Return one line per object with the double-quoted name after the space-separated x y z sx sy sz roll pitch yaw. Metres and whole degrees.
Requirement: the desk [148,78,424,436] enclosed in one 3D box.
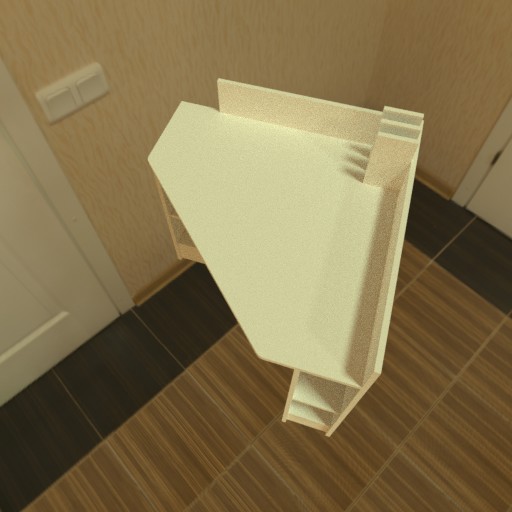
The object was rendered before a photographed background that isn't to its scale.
0.000 0.000 1.746 0.940 0.986 0.940 15 60 9 "desk"
